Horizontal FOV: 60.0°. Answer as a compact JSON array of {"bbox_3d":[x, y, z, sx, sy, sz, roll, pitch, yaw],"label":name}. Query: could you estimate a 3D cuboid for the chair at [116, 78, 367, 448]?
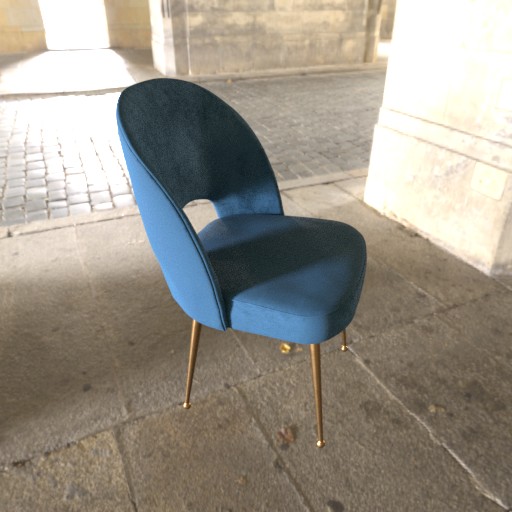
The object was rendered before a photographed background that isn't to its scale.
[{"bbox_3d":[0.000,0.000,1.196,0.577,0.860,0.527,10,32,16],"label":"chair"}]
